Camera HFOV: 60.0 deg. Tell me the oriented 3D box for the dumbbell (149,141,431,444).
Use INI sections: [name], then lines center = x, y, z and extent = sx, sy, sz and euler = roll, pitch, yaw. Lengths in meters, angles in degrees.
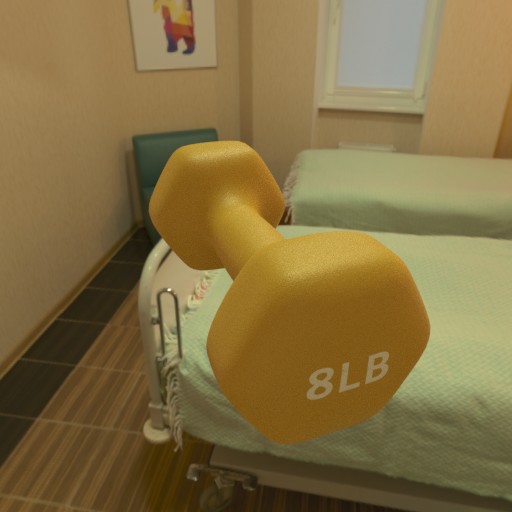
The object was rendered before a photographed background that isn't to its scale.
[dumbbell]
center = 0.000, 0.000, 0.235
extent = 0.090, 0.082, 0.190
euler = -10, 30, -17
